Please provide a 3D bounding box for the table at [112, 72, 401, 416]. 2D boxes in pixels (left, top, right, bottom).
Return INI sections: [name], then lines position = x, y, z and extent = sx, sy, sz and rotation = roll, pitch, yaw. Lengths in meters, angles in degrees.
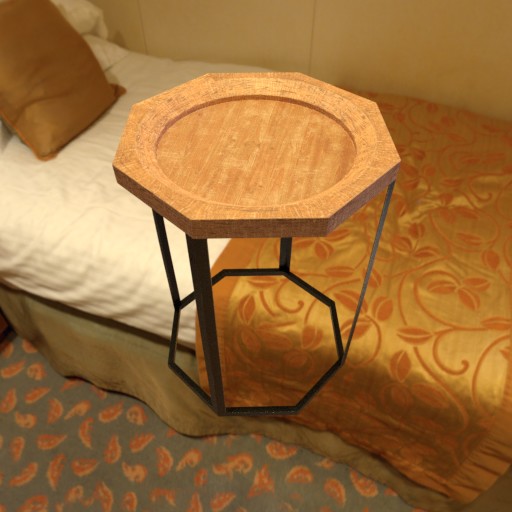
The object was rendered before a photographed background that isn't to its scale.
[table]
position = 0.000, 0.000, 0.875
extent = 0.437, 0.553, 0.437
rotation = -18, 49, -16
